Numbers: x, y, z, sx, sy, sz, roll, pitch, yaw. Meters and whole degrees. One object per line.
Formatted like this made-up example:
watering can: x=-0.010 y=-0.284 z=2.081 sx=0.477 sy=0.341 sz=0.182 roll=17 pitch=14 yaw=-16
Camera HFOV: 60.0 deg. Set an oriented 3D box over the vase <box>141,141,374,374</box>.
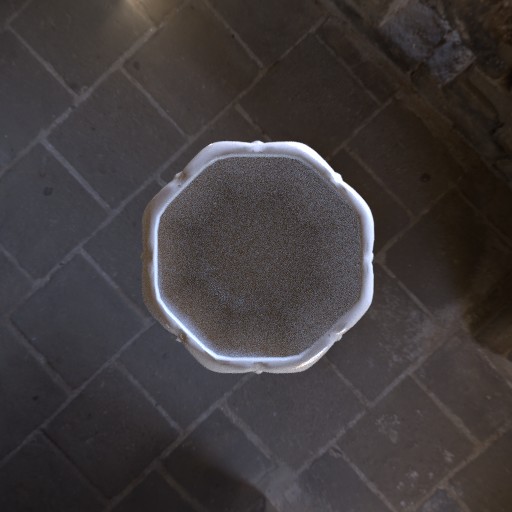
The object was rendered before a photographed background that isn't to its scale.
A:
vase: x=0.000 y=0.000 z=0.266 sx=0.141 sy=0.152 sz=0.141 roll=0 pitch=91 yaw=-1
